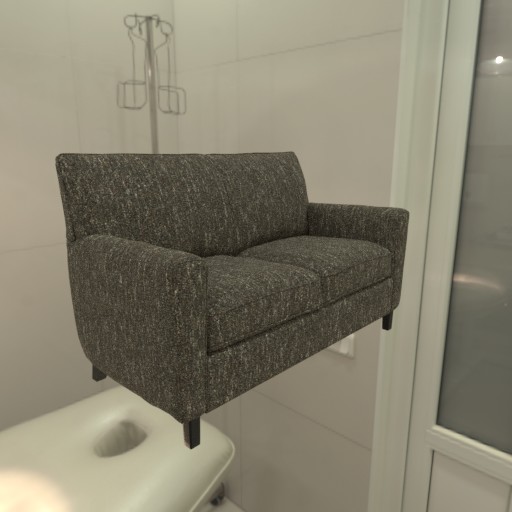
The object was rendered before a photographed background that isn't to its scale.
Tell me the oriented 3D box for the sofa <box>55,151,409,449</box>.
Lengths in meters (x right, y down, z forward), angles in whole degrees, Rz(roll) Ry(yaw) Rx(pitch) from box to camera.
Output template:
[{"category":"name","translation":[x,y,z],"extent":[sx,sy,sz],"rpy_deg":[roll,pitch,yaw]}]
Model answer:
[{"category":"sofa","translation":[0.000,0.000,2.075],"extent":[0.801,0.946,1.519],"rpy_deg":[13,19,42]}]
